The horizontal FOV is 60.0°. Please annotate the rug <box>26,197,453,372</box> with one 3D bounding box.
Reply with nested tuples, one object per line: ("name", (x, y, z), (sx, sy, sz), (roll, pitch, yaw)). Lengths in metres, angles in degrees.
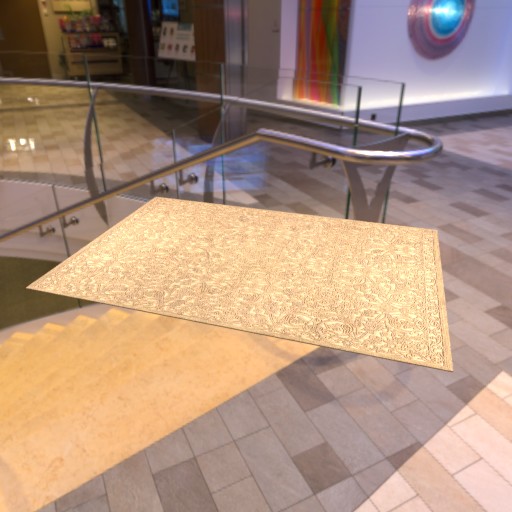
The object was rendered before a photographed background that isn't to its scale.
("rug", (0.000, 0.000, 2.304), (1.827, 0.006, 1.221), (8, 29, 15))
